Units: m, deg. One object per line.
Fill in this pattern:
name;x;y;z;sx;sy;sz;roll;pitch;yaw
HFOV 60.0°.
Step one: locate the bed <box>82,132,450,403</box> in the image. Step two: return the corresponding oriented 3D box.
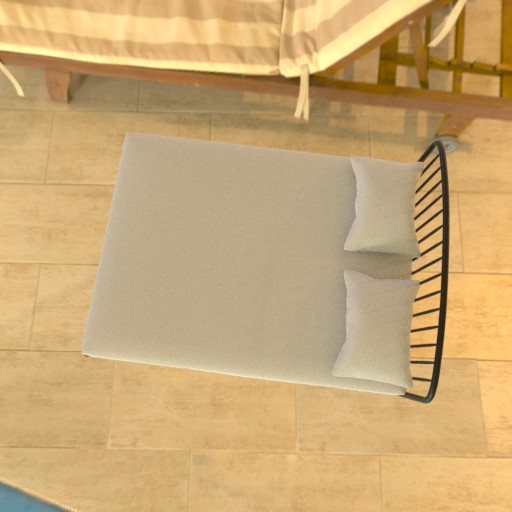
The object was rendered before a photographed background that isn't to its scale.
bed;0.000;0.000;3.036;2.159;1.166;1.618;7;77;2
